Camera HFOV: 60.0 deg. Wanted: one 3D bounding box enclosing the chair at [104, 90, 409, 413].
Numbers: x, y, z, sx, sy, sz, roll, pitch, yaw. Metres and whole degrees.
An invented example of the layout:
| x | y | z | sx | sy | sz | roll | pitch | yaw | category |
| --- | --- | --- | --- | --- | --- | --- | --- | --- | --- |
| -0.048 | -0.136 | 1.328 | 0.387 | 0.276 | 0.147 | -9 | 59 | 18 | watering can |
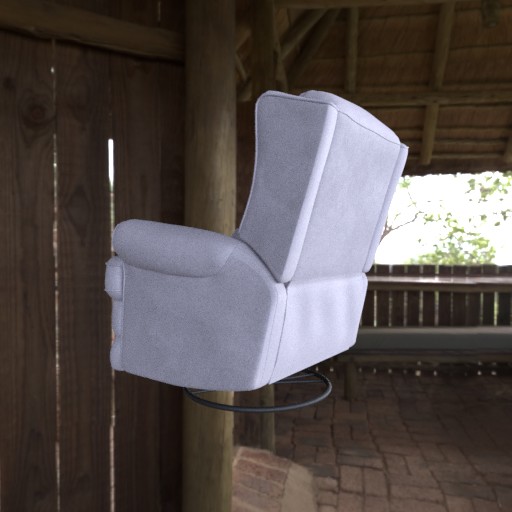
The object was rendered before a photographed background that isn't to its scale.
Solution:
| x | y | z | sx | sy | sz | roll | pitch | yaw | category |
| --- | --- | --- | --- | --- | --- | --- | --- | --- | --- |
| 0.000 | 0.000 | 1.716 | 0.969 | 1.011 | 0.847 | 1 | 2 | 36 | chair |
